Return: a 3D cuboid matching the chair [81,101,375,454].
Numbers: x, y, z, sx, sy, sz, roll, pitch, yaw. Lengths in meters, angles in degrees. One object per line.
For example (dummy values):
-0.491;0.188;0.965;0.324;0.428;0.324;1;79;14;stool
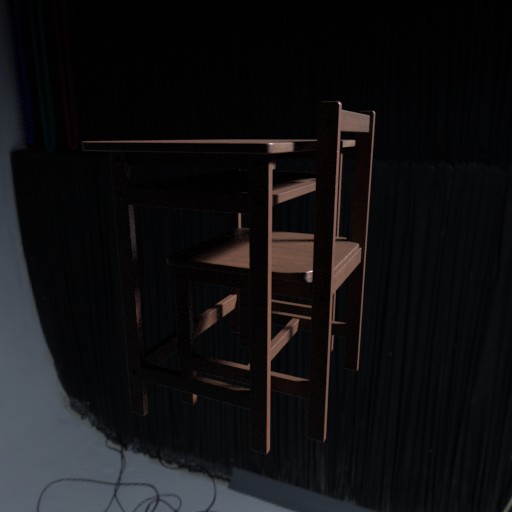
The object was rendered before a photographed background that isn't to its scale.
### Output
0.000;0.000;1.073;0.463;0.673;0.599;7;16;24;chair
